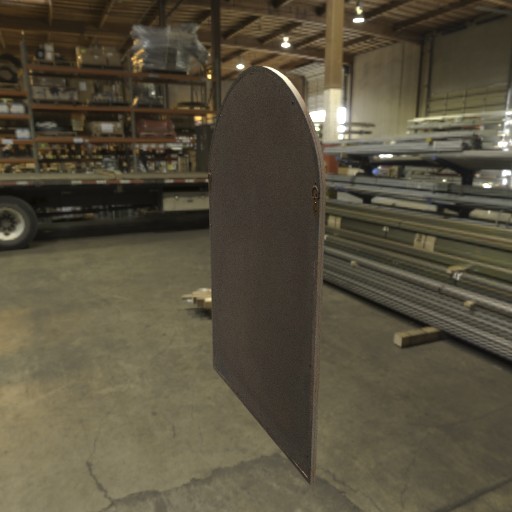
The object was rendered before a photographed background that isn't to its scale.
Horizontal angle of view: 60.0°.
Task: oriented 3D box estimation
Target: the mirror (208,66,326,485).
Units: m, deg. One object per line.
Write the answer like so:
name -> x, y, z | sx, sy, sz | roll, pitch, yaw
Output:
mirror -> 0.000, 0.000, 1.152 | 0.032, 0.915, 0.609 | -6, 15, -25
